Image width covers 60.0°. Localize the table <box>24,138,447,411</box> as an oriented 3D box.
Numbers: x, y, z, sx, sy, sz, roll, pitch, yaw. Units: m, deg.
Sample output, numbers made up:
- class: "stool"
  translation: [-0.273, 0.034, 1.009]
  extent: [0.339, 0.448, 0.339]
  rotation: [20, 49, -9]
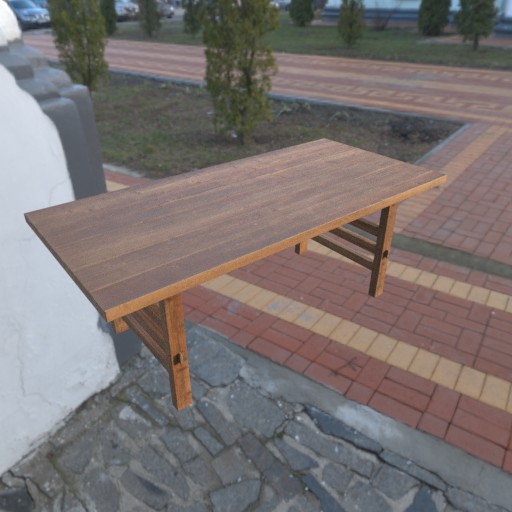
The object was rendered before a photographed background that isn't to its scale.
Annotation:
- class: "table"
  translation: [0.000, 0.000, 2.469]
  extent: [2.003, 0.760, 0.952]
  rotation: [-22, 37, -33]
